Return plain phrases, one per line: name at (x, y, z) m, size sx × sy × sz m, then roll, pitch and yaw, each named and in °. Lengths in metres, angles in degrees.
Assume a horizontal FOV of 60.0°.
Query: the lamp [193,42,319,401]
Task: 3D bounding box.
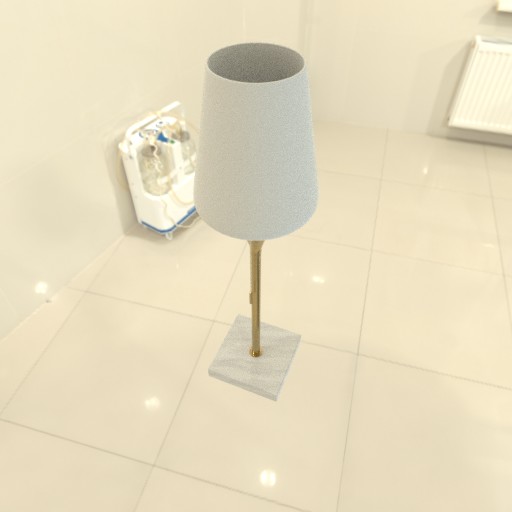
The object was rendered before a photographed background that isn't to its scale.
lamp at (0.000, 0.000, 0.735) m, size 0.181 × 0.639 × 0.181 m, roll 16°, pitch 48°, yaw 15°
